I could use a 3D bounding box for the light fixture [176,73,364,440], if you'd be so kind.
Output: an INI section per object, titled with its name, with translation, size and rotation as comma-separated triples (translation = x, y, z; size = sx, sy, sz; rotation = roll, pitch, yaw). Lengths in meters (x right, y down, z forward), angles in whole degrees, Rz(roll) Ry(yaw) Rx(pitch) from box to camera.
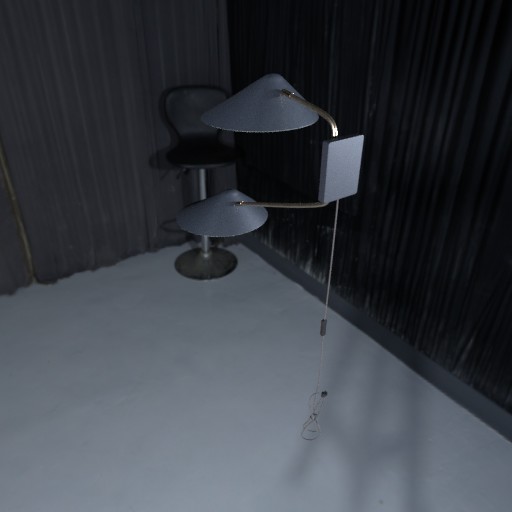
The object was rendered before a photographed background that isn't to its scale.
[light fixture]
translation = 0.000, 0.000, 0.850
size = 0.189, 0.665, 0.422
rotation = -20, 36, -30
